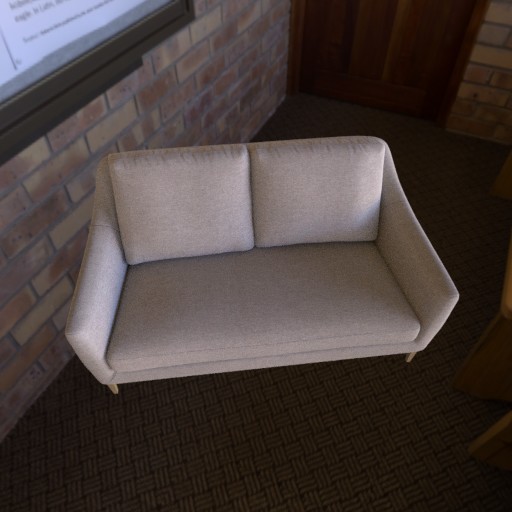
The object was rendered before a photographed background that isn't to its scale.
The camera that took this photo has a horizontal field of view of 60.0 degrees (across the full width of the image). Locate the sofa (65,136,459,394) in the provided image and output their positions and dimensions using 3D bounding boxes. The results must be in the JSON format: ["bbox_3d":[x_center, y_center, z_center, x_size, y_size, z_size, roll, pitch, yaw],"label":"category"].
[{"bbox_3d":[0.000,0.000,2.201,1.619,0.904,0.960,-5,48,-4],"label":"sofa"}]
